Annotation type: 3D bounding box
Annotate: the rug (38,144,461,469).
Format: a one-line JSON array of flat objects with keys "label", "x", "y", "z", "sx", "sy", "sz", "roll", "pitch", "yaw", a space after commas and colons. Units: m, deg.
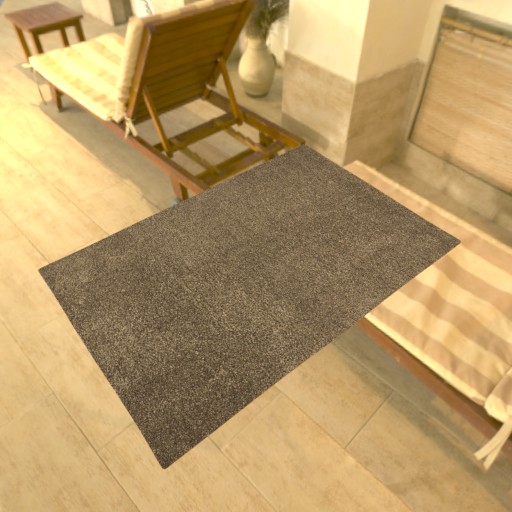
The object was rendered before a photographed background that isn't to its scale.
[{"label": "rug", "x": 0.000, "y": 0.000, "z": 3.384, "sx": 2.699, "sy": 0.026, "sz": 1.802, "roll": -30, "pitch": 53, "yaw": -26}]
